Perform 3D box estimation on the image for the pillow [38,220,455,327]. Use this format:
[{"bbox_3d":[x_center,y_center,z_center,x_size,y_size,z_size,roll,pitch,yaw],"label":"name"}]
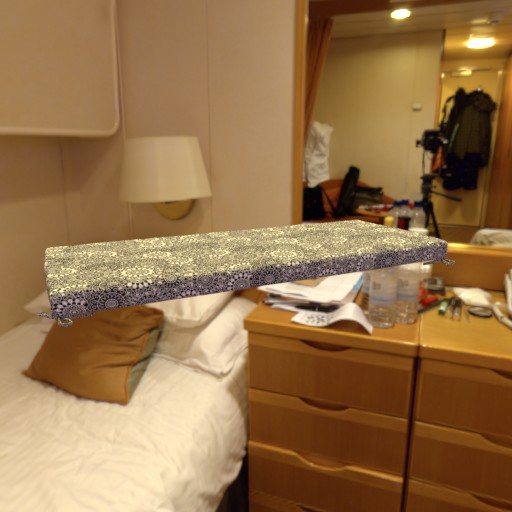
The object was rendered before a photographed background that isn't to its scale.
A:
[{"bbox_3d":[0.000,0.000,1.332,1.187,0.081,0.492,-7,16,-25],"label":"pillow"}]
